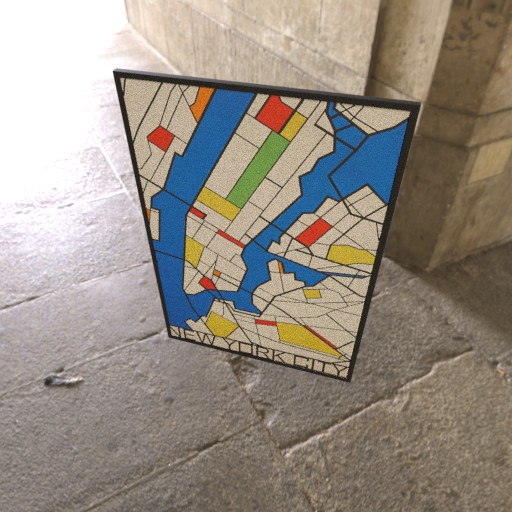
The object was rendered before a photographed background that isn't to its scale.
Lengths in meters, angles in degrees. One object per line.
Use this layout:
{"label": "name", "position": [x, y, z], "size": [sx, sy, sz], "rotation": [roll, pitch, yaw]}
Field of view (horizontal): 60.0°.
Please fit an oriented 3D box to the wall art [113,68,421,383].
{"label": "wall art", "position": [0.000, 0.000, 0.856], "size": [0.457, 0.657, 0.013], "rotation": [11, 43, 12]}
